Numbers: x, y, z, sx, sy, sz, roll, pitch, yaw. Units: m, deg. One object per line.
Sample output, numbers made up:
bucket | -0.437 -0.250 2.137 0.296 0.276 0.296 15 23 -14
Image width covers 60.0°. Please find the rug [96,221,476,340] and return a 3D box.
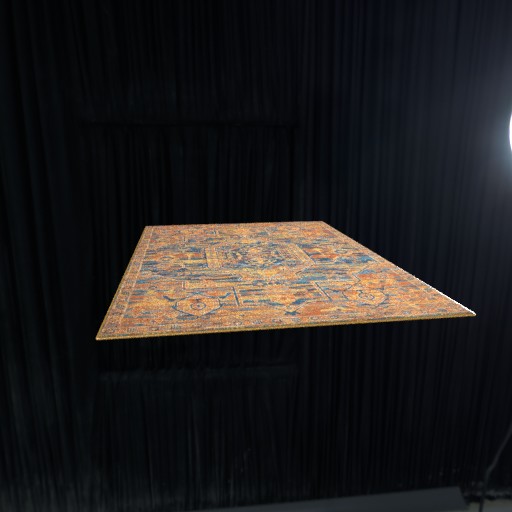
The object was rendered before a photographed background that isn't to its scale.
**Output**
rug | 0.000 0.000 3.713 2.043 0.019 2.916 -2 15 -8
